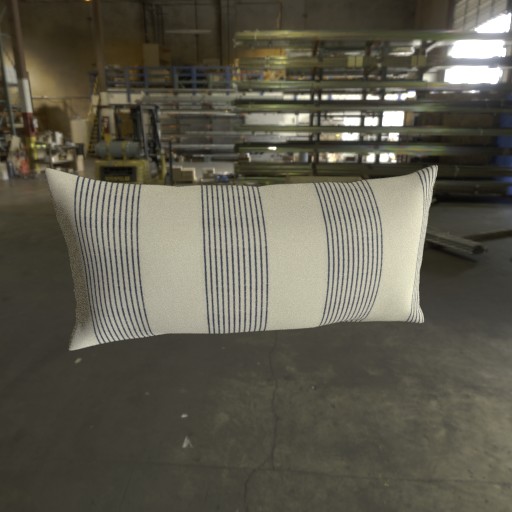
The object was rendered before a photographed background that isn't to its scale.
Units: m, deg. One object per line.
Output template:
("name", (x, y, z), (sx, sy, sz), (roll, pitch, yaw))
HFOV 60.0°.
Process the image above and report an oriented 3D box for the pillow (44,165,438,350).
("pillow", (0.000, 0.000, 0.714), (0.610, 0.287, 0.151), (-3, 17, -8))
